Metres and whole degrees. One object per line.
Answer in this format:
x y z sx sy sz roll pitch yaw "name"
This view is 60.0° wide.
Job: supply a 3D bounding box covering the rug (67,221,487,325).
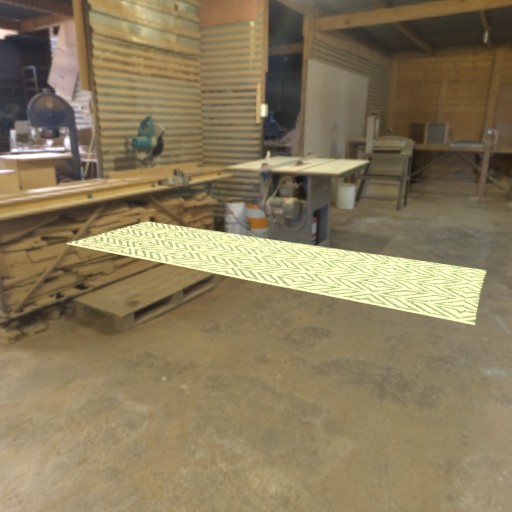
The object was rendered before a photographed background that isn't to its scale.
0.000 0.000 2.650 2.435 0.009 0.750 10 20 28 "rug"
